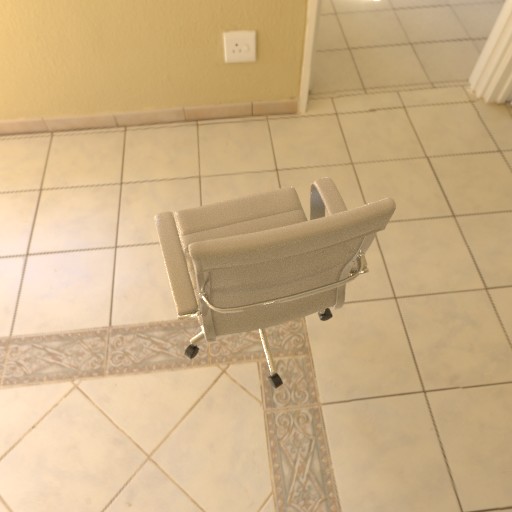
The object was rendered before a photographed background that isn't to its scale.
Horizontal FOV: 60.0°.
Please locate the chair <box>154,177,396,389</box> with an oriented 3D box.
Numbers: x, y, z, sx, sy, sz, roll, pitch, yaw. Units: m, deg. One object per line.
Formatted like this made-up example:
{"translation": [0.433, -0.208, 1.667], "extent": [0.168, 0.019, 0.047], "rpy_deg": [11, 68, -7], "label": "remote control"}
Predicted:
{"translation": [0.000, 0.000, 1.536], "extent": [0.679, 1.149, 0.667], "rpy_deg": [-13, 59, -8], "label": "chair"}
